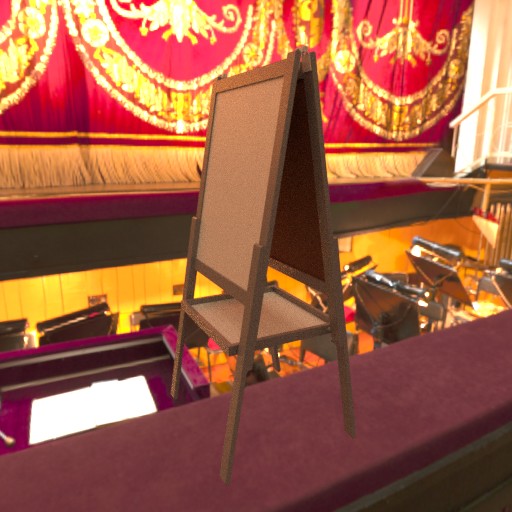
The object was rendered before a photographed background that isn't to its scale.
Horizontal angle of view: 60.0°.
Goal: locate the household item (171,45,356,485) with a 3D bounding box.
[{"bbox_3d":[0.000,0.000,1.445,0.469,1.172,0.531,-7,16,-26],"label":"household item"}]
